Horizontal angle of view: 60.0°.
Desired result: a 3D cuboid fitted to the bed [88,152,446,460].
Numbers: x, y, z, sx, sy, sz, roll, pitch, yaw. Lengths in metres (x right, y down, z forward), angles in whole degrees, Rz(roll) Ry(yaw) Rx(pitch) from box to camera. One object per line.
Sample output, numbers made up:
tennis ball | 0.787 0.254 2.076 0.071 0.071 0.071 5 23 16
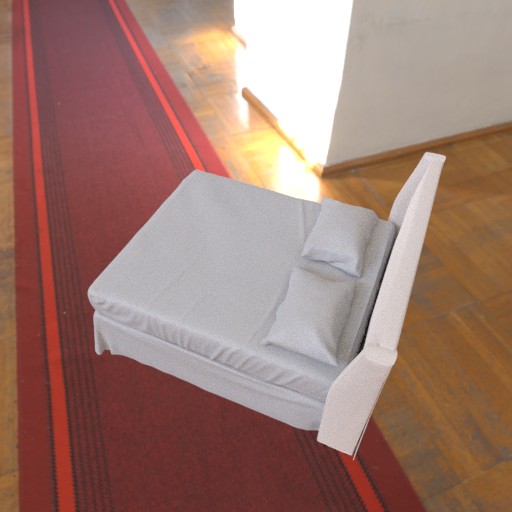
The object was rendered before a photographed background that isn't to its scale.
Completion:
bed | 0.000 0.000 3.466 2.276 1.332 1.925 18 49 16
